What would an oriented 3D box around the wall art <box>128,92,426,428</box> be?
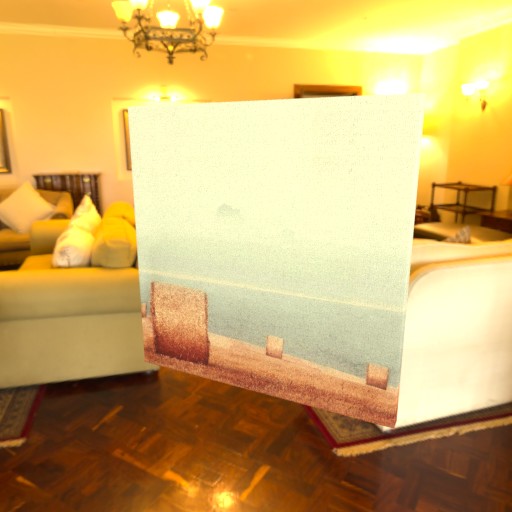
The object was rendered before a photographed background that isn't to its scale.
[{"bbox_3d":[0.000,0.000,0.915,0.605,0.605,0.034,7,16,26],"label":"wall art"}]
